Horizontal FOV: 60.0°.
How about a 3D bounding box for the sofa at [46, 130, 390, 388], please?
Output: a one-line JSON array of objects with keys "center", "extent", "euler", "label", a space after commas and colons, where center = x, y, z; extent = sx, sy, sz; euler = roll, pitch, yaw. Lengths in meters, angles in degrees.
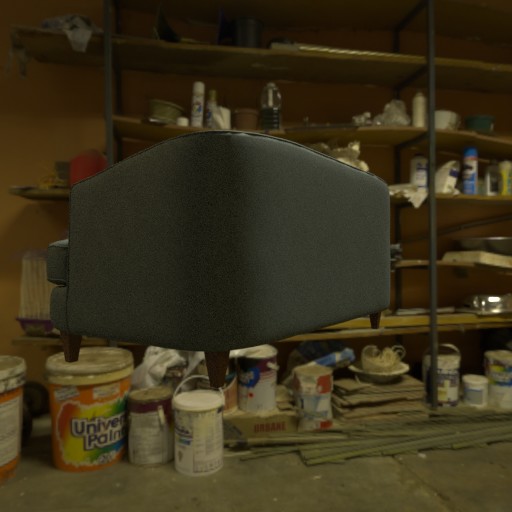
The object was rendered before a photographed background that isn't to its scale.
[{"center": [0.000, 0.000, 2.232], "extent": [0.941, 0.855, 1.733], "euler": [0, 0, 36], "label": "sofa"}]
